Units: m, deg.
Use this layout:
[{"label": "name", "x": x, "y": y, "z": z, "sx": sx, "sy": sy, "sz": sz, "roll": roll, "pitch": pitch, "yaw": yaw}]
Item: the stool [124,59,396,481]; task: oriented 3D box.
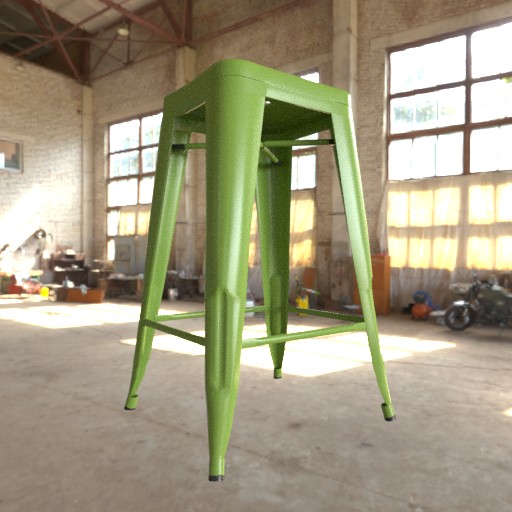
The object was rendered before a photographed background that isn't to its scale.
[{"label": "stool", "x": 0.000, "y": 0.000, "z": 0.848, "sx": 0.398, "sy": 0.609, "sz": 0.358, "roll": 0, "pitch": 1, "yaw": -36}]
